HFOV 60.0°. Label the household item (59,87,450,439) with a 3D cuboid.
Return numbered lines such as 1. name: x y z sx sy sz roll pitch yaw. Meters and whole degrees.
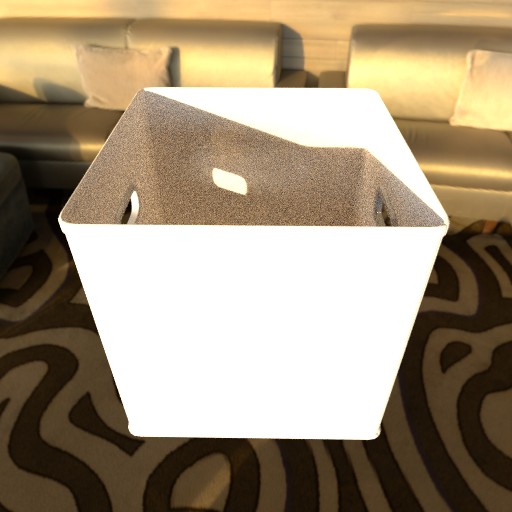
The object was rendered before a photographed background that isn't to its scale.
1. household item: 0.000 0.000 0.542 0.305 0.305 0.305 1 39 1
